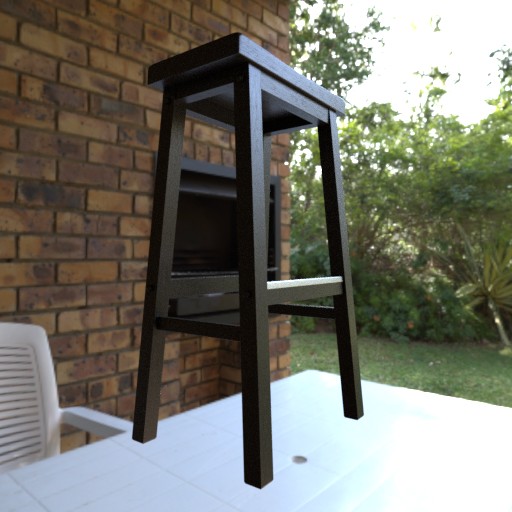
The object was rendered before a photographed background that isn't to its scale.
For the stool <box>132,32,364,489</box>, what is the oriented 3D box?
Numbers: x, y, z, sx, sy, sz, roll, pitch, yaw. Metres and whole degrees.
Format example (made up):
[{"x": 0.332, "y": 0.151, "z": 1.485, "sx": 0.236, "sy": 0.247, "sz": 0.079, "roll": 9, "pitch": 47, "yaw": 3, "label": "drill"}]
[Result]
[{"x": 0.000, "y": 0.000, "z": 0.960, "sx": 0.322, "sy": 0.742, "sz": 0.406, "roll": 0, "pitch": 0, "yaw": 37, "label": "stool"}]
